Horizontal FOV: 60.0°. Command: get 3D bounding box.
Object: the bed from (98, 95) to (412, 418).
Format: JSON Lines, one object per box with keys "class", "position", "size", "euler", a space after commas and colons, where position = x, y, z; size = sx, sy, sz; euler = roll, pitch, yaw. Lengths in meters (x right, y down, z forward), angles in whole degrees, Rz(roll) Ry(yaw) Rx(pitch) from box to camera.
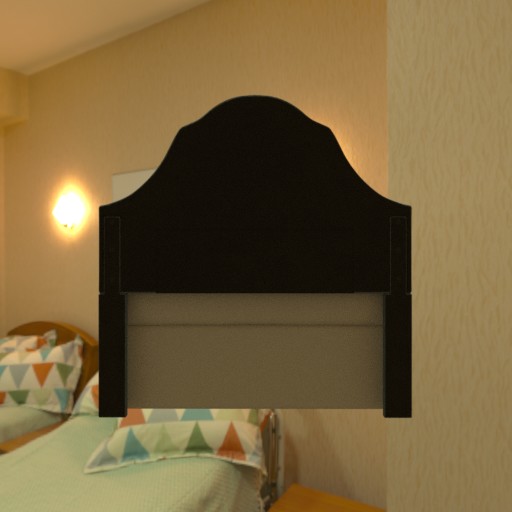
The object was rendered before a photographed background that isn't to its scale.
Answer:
{"class": "bed", "position": [0.000, 0.000, 3.228], "size": [1.636, 1.575, 2.155], "euler": [0, 0, 0]}
